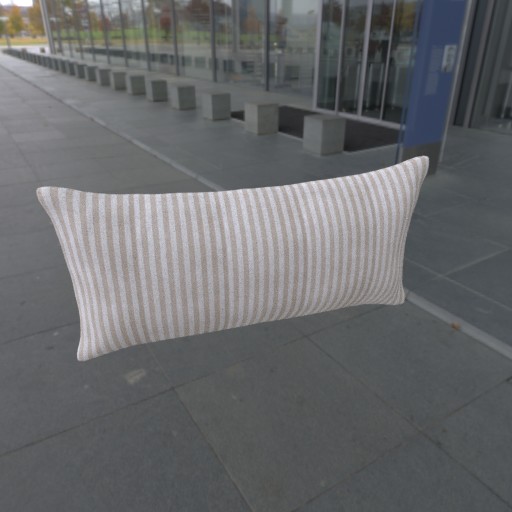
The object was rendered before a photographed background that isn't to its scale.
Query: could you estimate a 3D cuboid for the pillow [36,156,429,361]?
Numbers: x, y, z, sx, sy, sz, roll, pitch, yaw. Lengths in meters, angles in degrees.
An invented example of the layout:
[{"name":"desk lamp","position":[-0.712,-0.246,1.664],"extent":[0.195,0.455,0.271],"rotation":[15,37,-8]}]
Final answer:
[{"name":"pillow","position":[0.000,0.000,0.740],"extent":[0.617,0.295,0.151],"rotation":[-8,28,-15]}]
